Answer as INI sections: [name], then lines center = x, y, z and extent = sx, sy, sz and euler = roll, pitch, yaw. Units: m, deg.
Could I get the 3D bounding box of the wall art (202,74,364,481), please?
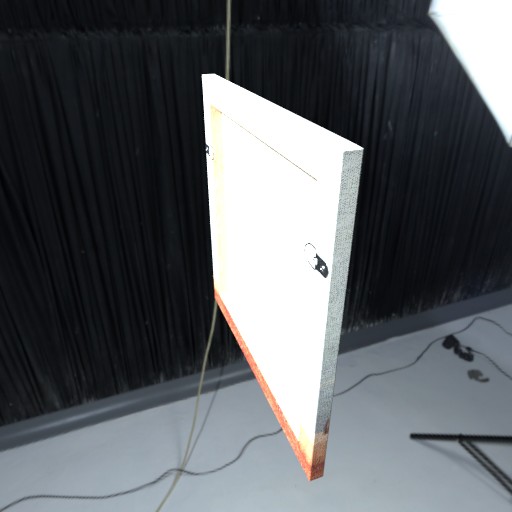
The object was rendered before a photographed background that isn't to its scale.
[wall art]
center = 0.000, 0.000, 1.122
extent = 0.042, 0.760, 0.760
euler = -11, 32, -18
